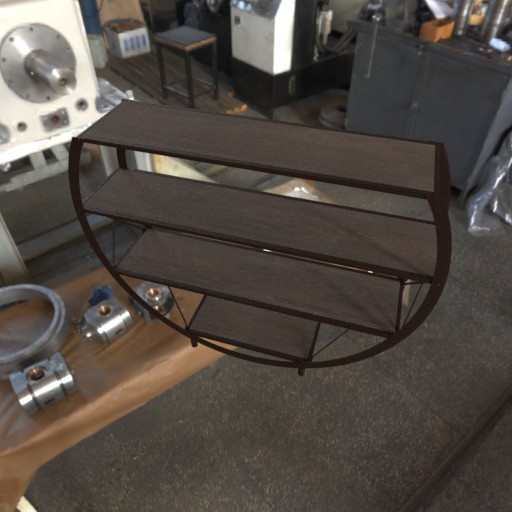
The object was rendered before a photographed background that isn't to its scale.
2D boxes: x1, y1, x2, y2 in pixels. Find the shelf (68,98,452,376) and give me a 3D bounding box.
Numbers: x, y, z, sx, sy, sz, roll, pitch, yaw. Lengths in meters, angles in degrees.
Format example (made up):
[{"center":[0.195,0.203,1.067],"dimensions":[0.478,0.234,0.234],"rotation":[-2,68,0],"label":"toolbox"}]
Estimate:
[{"center":[0.000,0.000,1.860],"dimensions":[1.403,1.063,0.344],"rotation":[12,44,13],"label":"shelf"}]
